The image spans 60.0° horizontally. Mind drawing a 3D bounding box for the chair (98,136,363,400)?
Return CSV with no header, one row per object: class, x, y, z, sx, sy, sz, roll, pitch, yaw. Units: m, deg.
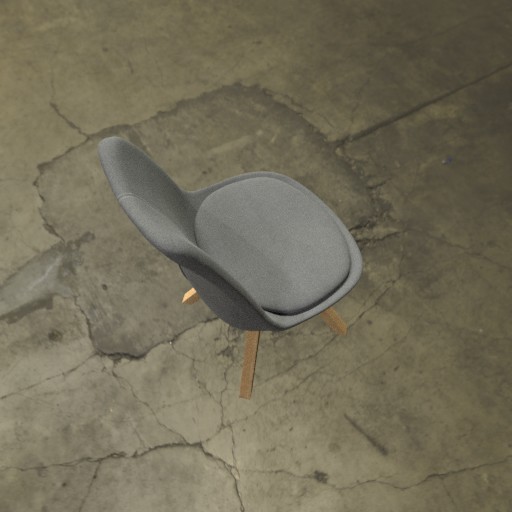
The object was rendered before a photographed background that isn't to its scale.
chair,0.000,0.000,1.179,0.549,0.863,0.474,-28,63,-16
